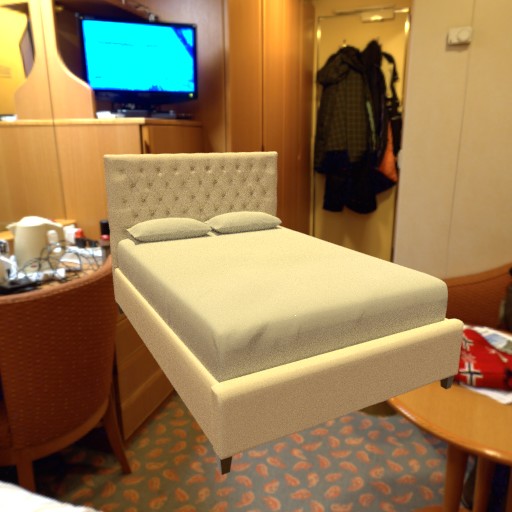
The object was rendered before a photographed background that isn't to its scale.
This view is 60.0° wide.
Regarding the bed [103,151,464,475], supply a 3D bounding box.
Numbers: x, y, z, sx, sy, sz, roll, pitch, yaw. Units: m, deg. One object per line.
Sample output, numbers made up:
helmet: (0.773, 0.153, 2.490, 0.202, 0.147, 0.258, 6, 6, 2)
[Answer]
bed: (0.000, 0.000, 3.306, 1.698, 1.427, 2.387, -8, 17, -27)
